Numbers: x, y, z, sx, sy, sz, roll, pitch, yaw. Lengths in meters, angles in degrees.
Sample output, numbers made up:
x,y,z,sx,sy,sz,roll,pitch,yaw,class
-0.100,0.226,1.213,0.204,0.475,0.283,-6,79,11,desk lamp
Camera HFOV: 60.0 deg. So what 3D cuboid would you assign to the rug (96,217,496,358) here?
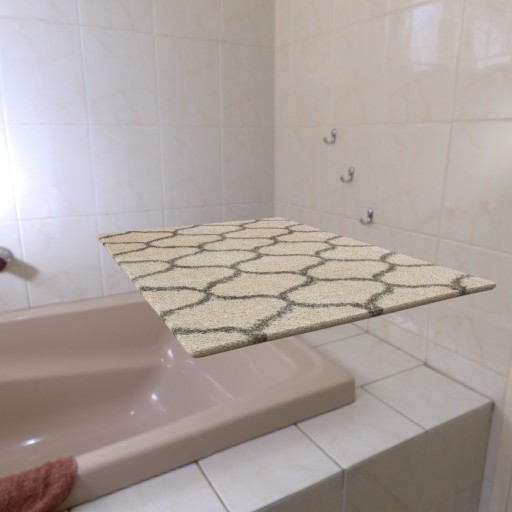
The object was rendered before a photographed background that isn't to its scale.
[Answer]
x,y,z,sx,sy,sz,roll,pitch,yaw,class
0.000,0.000,2.068,1.200,0.025,1.600,-8,17,-26,rug
